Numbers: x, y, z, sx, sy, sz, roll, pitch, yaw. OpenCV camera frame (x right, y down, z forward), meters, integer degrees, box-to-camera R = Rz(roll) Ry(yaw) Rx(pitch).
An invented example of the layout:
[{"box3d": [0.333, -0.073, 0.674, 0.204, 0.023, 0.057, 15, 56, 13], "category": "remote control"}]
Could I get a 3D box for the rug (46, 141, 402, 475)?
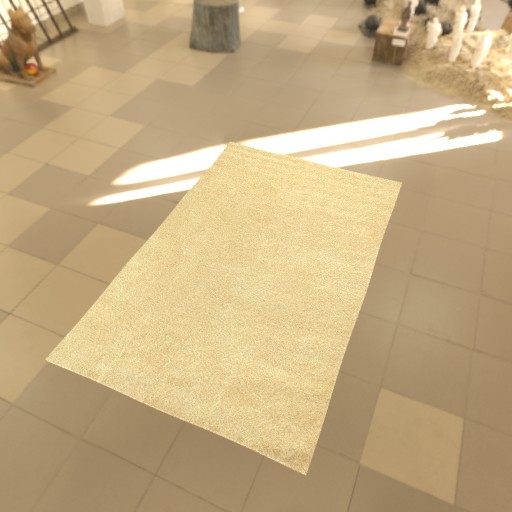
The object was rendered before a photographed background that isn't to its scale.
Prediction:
[{"box3d": [0.000, 0.000, 2.964, 1.500, 0.025, 2.346, 17, 49, 16], "category": "rug"}]
